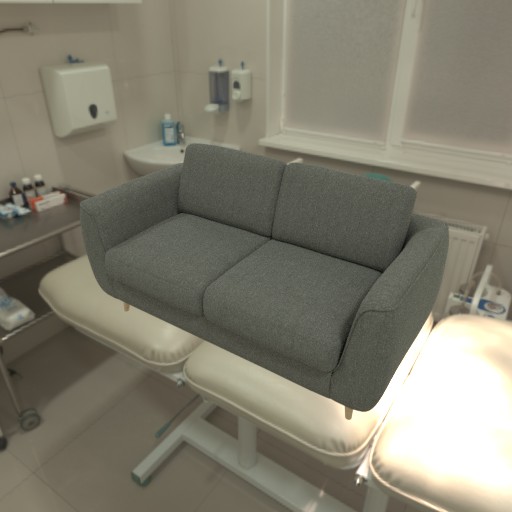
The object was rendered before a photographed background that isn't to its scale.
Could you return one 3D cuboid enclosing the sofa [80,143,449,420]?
[{"bbox_3d":[0.000,0.000,2.260,1.700,0.870,0.920,18,34,29],"label":"sofa"}]
